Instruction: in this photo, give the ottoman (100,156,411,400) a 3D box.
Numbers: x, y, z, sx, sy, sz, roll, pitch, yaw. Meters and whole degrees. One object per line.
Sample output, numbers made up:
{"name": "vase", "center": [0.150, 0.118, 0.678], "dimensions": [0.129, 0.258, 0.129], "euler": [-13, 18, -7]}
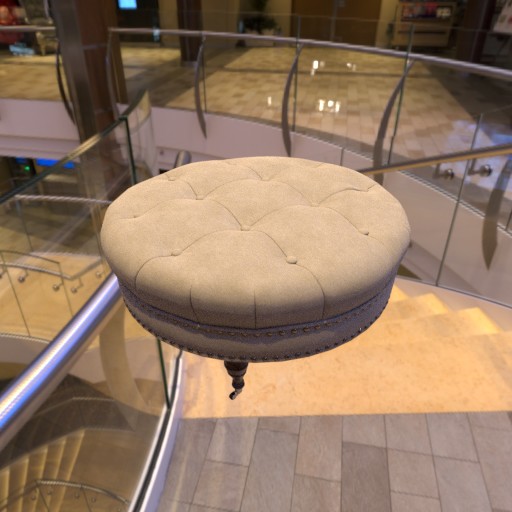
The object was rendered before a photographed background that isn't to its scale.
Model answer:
{"name": "ottoman", "center": [0.000, 0.000, 1.411], "dimensions": [0.901, 0.439, 0.901], "euler": [0, 31, 0]}
